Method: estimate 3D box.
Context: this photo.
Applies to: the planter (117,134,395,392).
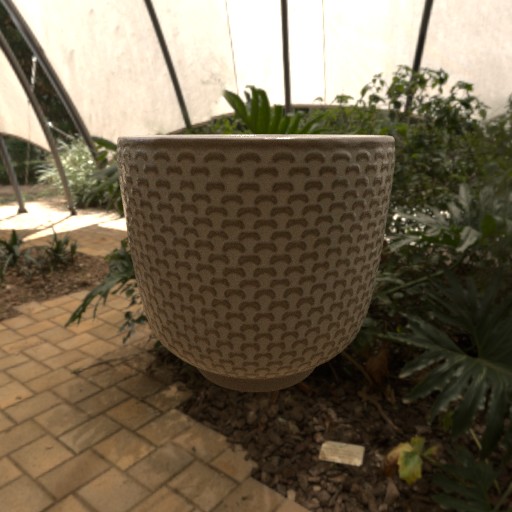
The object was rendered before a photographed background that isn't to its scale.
[{"bbox_3d":[0.000,0.000,0.305,0.173,0.160,0.173,0,16,0],"label":"planter"}]
